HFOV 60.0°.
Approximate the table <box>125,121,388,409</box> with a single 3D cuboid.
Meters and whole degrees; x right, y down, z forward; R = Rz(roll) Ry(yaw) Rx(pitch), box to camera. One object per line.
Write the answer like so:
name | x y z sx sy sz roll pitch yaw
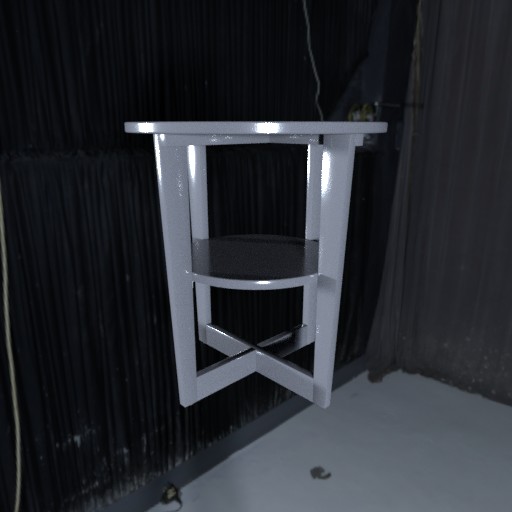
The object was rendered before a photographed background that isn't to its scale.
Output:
table | 0.000 0.000 0.953 0.500 0.550 0.500 0 16 0
